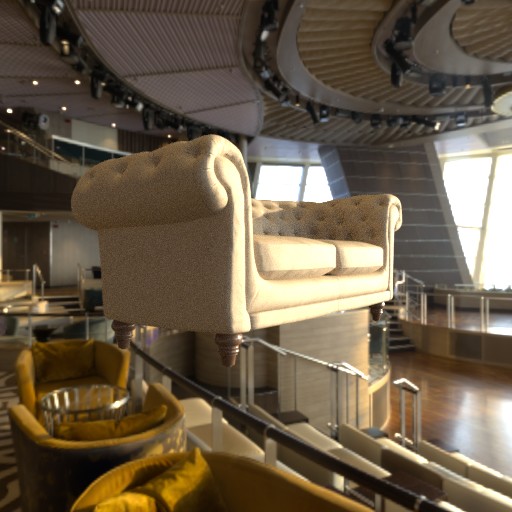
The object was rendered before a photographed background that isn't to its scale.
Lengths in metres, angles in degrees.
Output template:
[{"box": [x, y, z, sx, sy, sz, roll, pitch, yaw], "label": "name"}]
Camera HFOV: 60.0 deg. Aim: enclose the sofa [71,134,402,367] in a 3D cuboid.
[{"box": [0.000, 0.000, 2.503, 1.069, 0.835, 1.988, 0, 0, 36], "label": "sofa"}]
